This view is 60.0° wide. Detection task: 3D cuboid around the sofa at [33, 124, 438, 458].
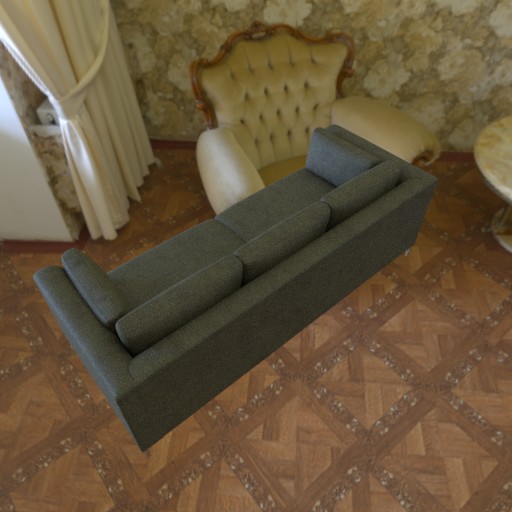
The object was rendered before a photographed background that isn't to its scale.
[{"bbox_3d":[0.000,0.000,2.920,2.415,0.867,0.969,-32,54,-27],"label":"sofa"}]
